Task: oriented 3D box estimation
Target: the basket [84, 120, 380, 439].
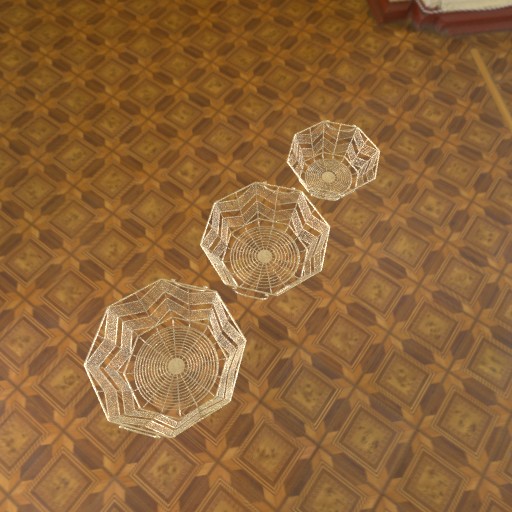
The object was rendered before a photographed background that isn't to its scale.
[{"bbox_3d":[0.000,0.000,1.407,0.432,0.178,1.246,33,68,15],"label":"basket"}]
